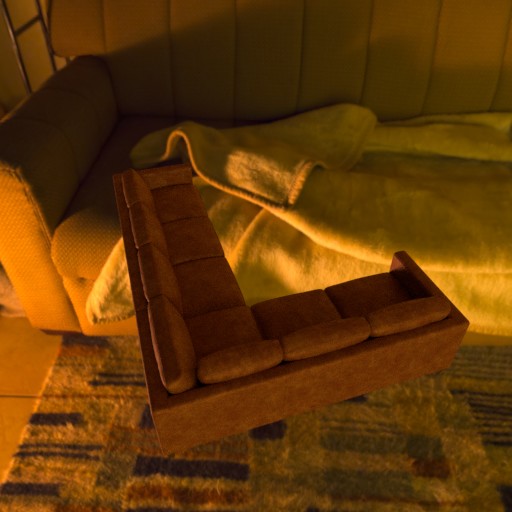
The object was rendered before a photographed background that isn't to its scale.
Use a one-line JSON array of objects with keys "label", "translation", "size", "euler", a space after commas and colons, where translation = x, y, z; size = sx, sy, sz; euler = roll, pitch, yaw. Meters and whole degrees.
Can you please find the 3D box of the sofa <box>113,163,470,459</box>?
[{"label": "sofa", "translation": [0.000, 0.000, 4.414], "size": [2.438, 0.838, 3.150], "euler": [-12, 42, -14]}]
